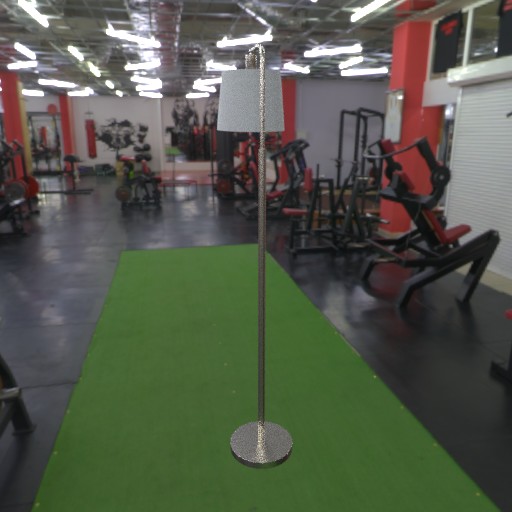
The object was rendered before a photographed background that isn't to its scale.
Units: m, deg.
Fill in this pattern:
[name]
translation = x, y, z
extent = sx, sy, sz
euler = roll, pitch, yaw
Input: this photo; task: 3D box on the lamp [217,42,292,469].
[lamp]
translation = 0.000, 0.000, 1.674
extent = 0.254, 1.478, 0.508
euler = -2, 15, -9
